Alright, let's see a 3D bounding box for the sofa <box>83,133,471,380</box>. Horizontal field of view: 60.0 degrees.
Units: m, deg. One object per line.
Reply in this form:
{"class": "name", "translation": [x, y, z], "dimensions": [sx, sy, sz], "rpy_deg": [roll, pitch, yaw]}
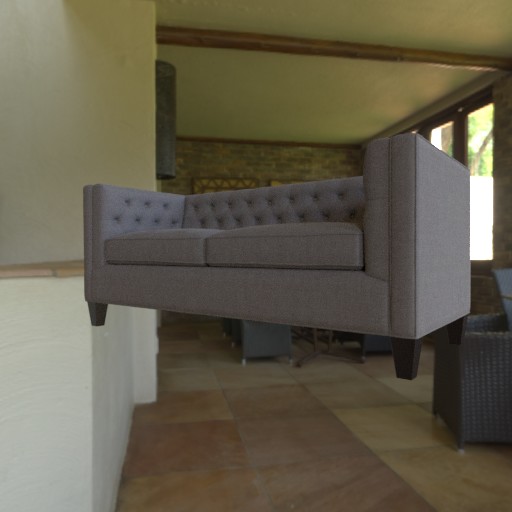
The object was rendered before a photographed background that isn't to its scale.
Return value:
{"class": "sofa", "translation": [0.000, 0.000, 2.166], "dimensions": [1.778, 0.762, 0.775], "rpy_deg": [0, 1, 37]}
